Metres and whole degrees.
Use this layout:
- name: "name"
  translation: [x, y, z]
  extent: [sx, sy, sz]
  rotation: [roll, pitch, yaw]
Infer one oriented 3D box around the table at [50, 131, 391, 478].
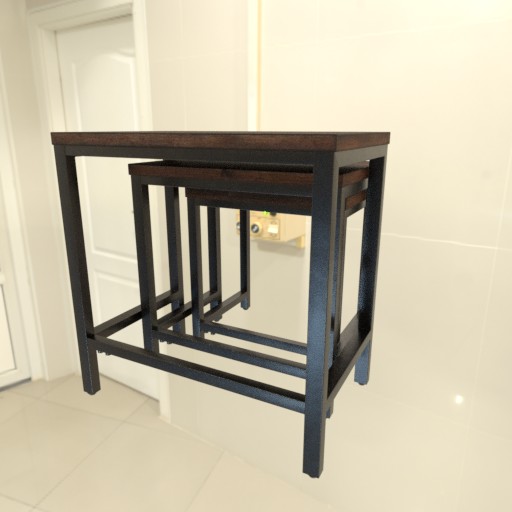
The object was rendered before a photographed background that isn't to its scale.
- name: "table"
  translation: [0.000, 0.000, 1.138]
  extent: [0.608, 0.616, 0.660]
  rotation: [8, 18, 26]
